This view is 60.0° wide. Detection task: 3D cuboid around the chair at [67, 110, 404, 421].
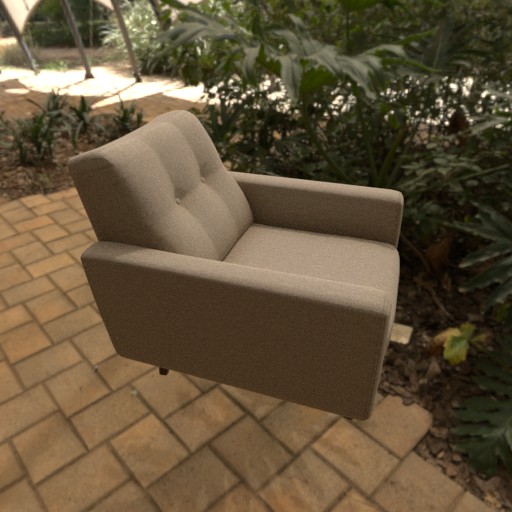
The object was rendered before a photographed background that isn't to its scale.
[{"bbox_3d":[0.000,0.000,1.798,1.128,0.965,0.897,10,33,16],"label":"chair"}]
